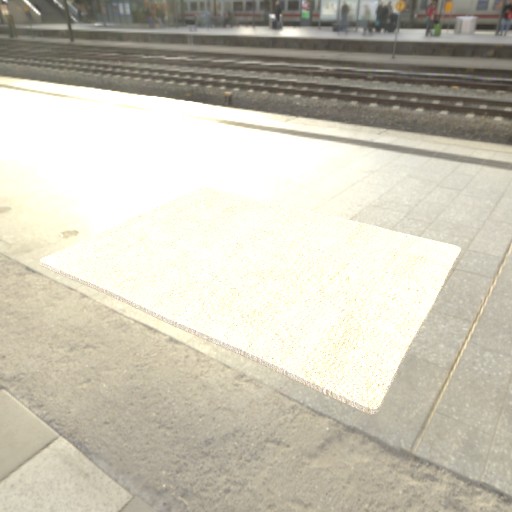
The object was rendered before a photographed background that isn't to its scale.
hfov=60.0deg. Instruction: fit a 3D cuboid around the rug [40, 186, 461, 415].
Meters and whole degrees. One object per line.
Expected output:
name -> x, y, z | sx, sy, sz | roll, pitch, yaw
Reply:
rug -> 0.000, 0.000, 2.085 | 1.600, 0.027, 1.200 | 18, 33, 29
